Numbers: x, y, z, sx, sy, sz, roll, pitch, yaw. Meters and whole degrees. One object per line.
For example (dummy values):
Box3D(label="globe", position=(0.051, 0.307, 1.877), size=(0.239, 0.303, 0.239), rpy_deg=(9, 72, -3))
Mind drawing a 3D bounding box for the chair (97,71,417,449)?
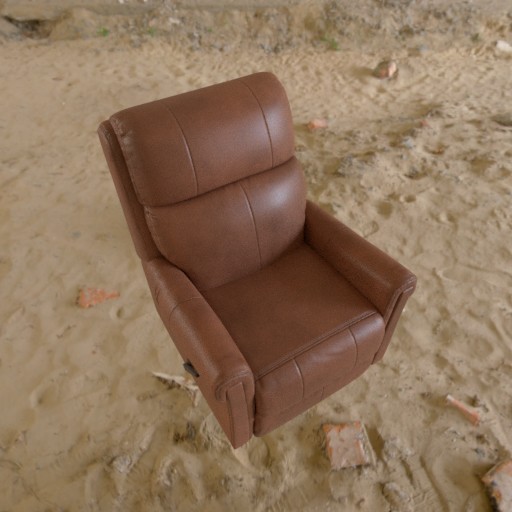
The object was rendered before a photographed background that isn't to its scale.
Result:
Box3D(label="chair", position=(0.000, 0.000, 1.754), size=(0.838, 1.054, 1.014), rpy_deg=(-24, 51, -21))
